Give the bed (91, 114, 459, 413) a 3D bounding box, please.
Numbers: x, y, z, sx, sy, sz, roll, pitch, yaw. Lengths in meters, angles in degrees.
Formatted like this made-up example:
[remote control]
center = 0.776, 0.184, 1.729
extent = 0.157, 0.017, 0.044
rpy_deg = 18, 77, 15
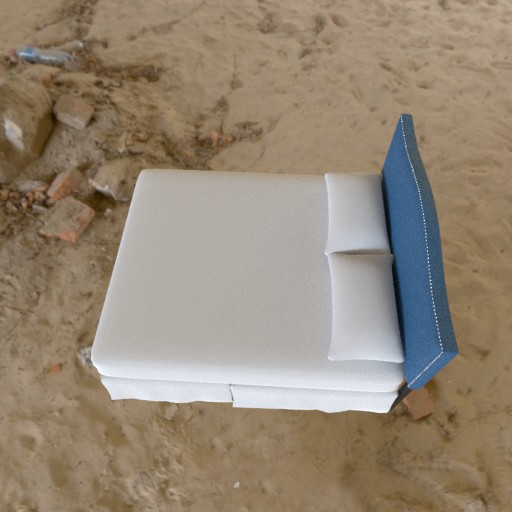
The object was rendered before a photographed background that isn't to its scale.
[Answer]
[bed]
center = 0.000, 0.000, 2.823
extent = 1.872, 1.169, 1.610
rpy_deg = 3, 57, 2
